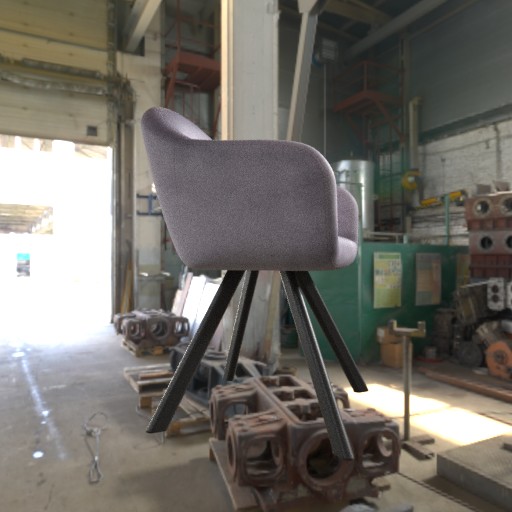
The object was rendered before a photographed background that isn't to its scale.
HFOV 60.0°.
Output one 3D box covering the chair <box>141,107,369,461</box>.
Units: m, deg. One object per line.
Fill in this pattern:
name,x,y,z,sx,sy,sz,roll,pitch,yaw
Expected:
chair,0.000,0.000,1.149,0.540,0.780,0.570,0,0,18
